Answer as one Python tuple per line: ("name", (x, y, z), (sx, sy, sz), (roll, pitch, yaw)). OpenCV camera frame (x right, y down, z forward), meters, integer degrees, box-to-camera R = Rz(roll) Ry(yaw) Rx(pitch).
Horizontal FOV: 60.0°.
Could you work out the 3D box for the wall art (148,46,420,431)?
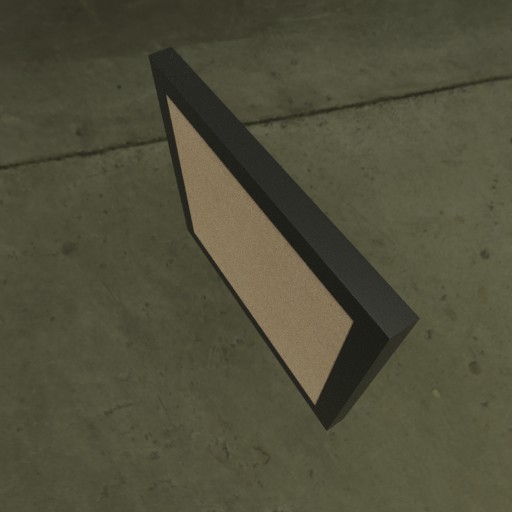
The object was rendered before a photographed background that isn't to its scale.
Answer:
("wall art", (0.000, 0.000, 0.528), (0.028, 0.321, 0.381), (-29, 62, -17))
